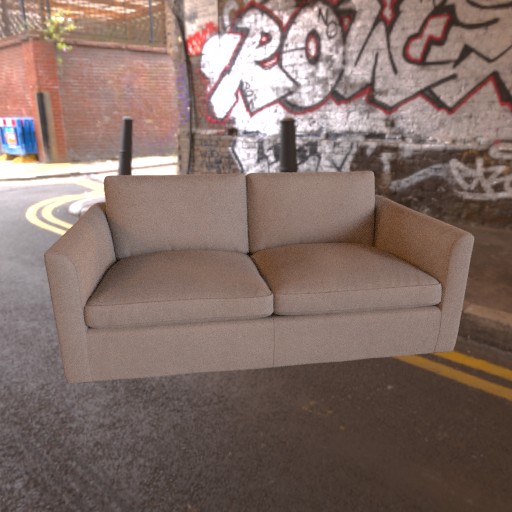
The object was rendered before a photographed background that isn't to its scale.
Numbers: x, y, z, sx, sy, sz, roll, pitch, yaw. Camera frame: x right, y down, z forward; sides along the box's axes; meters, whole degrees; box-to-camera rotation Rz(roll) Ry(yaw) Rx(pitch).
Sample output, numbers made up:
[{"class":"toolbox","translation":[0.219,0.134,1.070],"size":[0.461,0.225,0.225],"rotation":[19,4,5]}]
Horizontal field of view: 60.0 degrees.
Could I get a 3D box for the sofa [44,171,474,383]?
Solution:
[{"class":"sofa","translation":[0.000,0.000,2.480],"size":[1.905,0.839,1.091],"rotation":[-3,17,-9]}]
